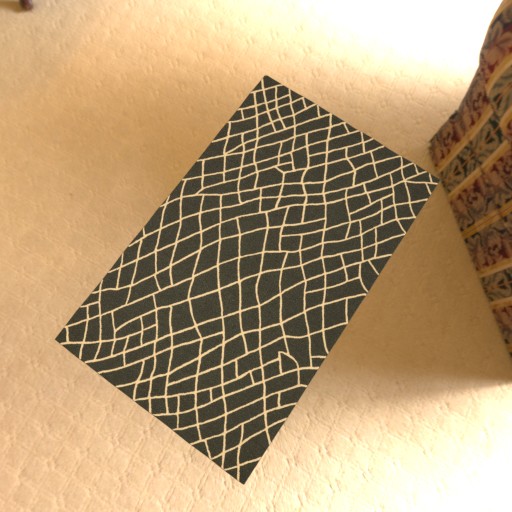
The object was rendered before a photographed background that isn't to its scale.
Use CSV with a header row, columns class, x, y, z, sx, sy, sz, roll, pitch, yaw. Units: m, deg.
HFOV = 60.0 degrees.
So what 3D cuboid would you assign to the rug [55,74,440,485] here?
class,x,y,z,sx,sy,sz,roll,pitch,yaw
rug,0.000,0.000,3.049,1.529,0.017,2.448,34,78,8
